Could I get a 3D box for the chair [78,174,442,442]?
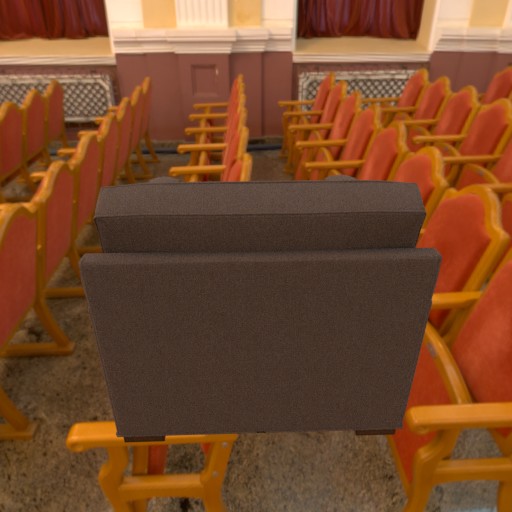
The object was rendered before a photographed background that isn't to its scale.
[{"bbox_3d":[0.000,0.000,1.777,0.997,0.913,1.043,-1,30,-2],"label":"chair"}]
